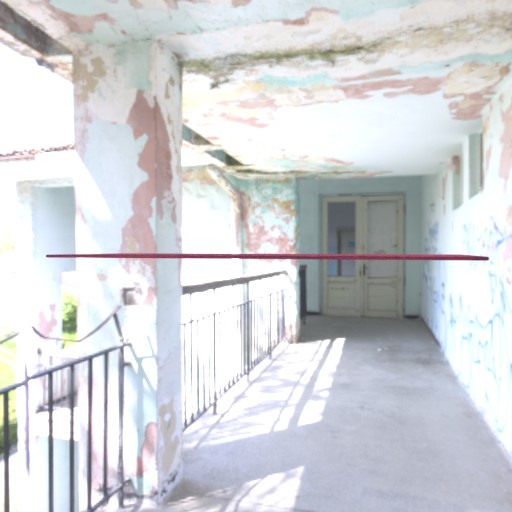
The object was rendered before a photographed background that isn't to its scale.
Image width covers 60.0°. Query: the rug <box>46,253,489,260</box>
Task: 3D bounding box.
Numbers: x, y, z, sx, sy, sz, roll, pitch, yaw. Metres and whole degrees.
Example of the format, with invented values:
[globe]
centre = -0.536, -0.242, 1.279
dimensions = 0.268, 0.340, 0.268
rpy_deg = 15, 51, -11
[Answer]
[rug]
centre = 0.000, 0.000, 2.732
dimensions = 2.439, 0.018, 0.813
rpy_deg = 0, 1, 17
